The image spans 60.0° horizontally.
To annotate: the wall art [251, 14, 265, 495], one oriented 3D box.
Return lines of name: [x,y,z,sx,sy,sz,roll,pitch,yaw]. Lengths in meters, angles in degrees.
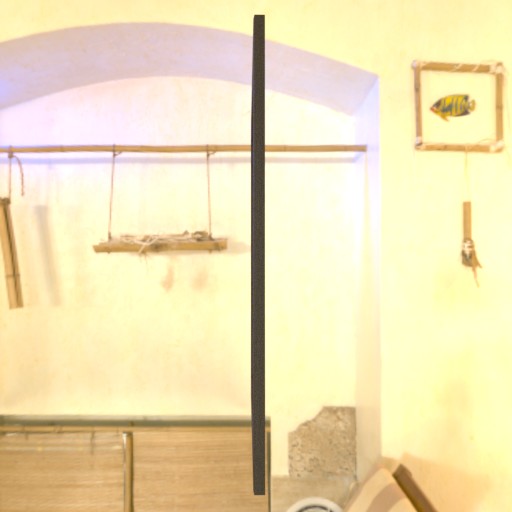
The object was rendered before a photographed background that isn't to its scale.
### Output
wall art: [0.000,0.000,0.647,0.013,0.508,0.359,0,-2,-1]
